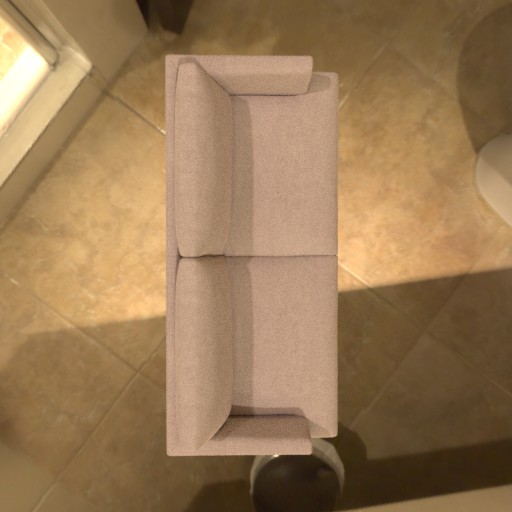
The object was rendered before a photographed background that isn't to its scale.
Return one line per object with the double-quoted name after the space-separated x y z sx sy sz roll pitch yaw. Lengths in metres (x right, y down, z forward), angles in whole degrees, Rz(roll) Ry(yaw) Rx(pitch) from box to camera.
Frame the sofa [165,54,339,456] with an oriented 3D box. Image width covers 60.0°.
0.000 0.000 2.688 1.020 0.868 2.250 0 91 -1 "sofa"
